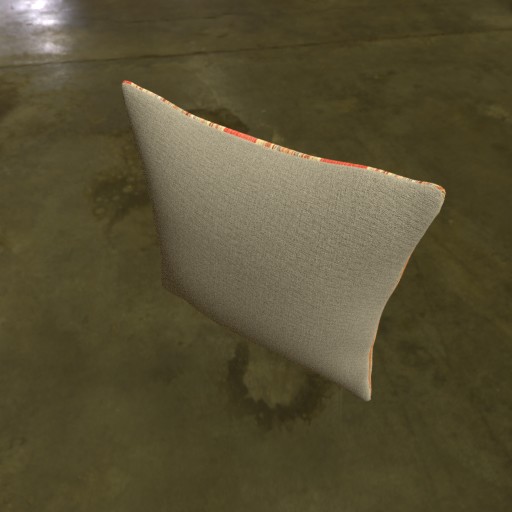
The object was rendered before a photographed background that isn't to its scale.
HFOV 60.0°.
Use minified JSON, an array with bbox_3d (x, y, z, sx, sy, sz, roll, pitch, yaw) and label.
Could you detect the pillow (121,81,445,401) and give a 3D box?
[{"bbox_3d":[0.000,0.000,0.647,0.437,0.419,0.136,25,50,23],"label":"pillow"}]
